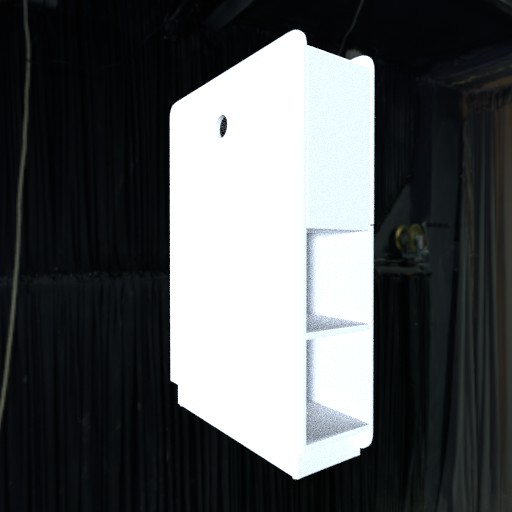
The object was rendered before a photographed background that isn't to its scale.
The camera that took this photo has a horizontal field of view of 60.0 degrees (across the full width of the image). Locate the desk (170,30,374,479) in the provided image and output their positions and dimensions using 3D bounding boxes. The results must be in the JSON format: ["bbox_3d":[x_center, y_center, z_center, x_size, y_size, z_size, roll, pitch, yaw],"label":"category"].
[{"bbox_3d":[0.000,0.000,1.533,0.278,1.190,0.795,-1,1,-36],"label":"desk"}]
